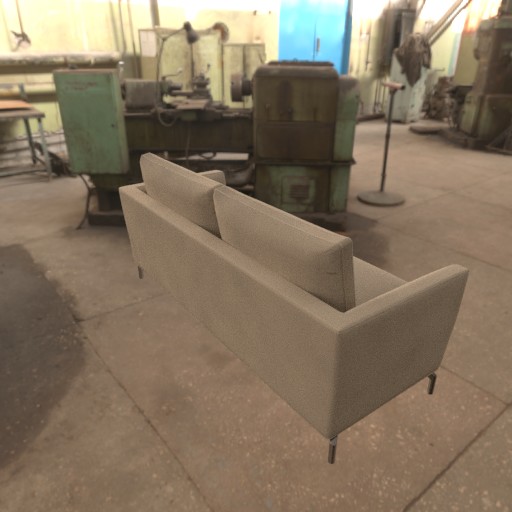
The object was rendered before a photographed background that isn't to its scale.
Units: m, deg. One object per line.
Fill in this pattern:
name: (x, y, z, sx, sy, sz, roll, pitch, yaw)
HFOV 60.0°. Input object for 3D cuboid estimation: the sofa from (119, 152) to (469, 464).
sofa: (0.000, 0.000, 2.713, 0.868, 1.005, 2.214, -17, 31, -32)
